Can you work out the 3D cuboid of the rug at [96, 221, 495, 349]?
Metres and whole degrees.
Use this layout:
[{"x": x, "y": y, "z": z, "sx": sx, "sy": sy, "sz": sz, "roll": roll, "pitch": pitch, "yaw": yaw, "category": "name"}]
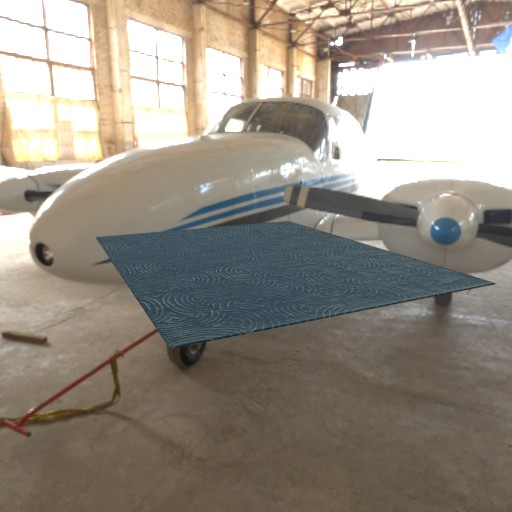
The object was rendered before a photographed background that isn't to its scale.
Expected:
[{"x": 0.000, "y": 0.000, "z": 4.054, "sx": 2.432, "sy": 0.012, "sz": 3.033, "roll": -7, "pitch": 16, "yaw": -25, "category": "rug"}]
